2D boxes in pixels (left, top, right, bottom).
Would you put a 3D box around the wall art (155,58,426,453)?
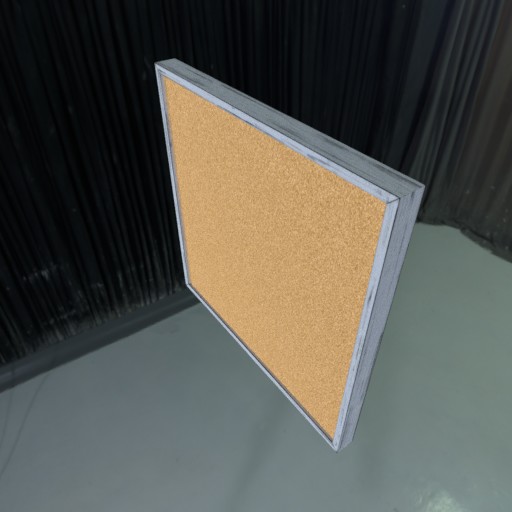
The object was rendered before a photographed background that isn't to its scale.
[{"bbox_3d":[0.000,0.000,0.743,0.038,0.506,0.506,-26,47,-27],"label":"wall art"}]
